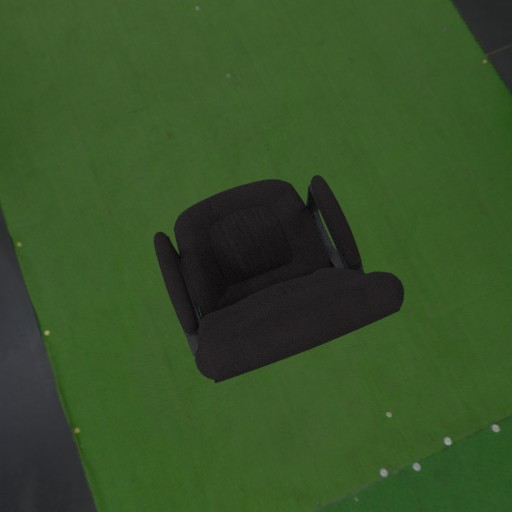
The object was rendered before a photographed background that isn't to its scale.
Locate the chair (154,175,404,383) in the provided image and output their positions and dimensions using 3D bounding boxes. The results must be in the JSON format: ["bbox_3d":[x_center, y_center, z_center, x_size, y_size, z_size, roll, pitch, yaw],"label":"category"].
[{"bbox_3d":[0.000,0.000,1.570,0.667,1.105,0.724,-20,77,-5],"label":"chair"}]
